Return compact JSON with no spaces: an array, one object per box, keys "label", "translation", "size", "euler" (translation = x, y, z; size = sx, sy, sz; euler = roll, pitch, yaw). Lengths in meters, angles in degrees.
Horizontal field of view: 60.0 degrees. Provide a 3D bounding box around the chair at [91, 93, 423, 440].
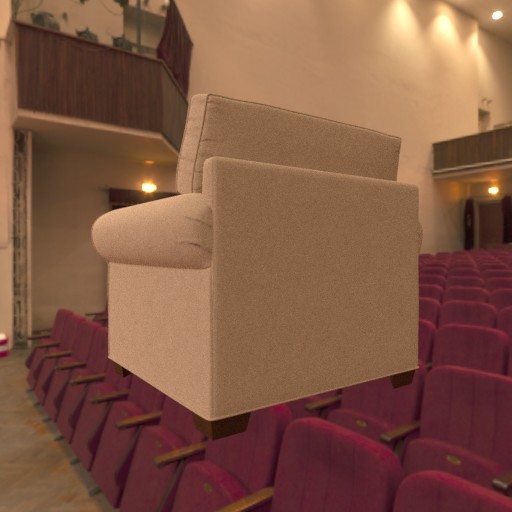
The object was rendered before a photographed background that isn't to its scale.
[{"label":"chair","translation":[0.000,0.000,1.733],"size":[1.040,0.955,0.863],"euler":[-1,1,-35]}]
